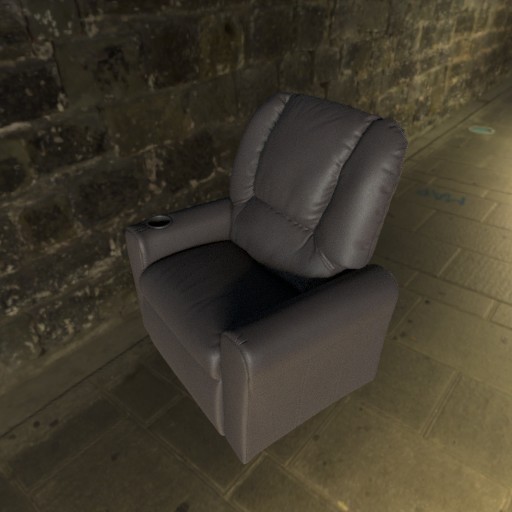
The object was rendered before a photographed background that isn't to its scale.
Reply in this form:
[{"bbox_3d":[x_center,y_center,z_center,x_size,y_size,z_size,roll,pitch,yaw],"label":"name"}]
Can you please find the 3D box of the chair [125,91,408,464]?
[{"bbox_3d":[0.000,0.000,1.128,0.521,0.709,0.610,-21,39,-29],"label":"chair"}]
